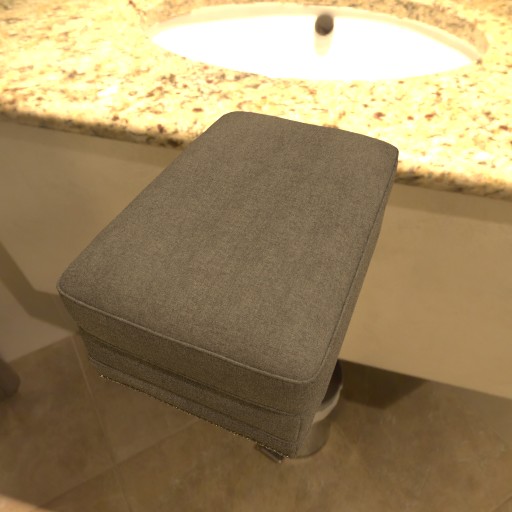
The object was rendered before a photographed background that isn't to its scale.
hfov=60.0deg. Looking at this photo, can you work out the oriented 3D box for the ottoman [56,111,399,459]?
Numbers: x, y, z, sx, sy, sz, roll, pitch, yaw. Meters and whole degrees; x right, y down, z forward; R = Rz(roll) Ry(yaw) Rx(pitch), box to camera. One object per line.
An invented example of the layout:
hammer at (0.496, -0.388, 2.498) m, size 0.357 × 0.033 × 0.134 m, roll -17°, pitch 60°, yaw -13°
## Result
ottoman at (0.000, 0.000, 1.164) m, size 0.561 × 0.457 × 0.813 m, roll 17°, pitch 49°, yaw 16°
